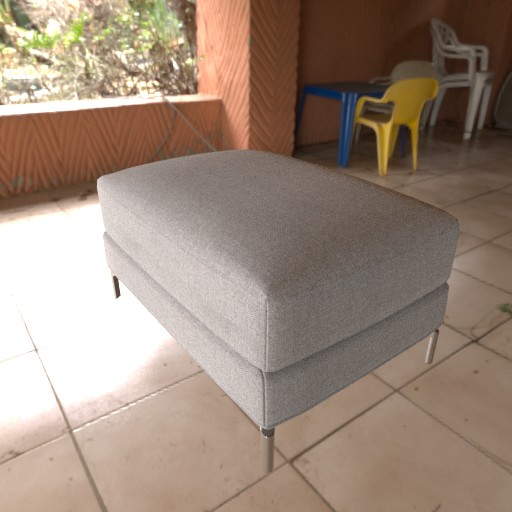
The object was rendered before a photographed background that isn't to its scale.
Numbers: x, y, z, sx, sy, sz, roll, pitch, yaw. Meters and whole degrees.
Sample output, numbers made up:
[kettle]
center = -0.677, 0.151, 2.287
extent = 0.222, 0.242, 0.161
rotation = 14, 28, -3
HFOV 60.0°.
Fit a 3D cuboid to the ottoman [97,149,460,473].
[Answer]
[ottoman]
center = 0.000, 0.000, 1.195
extent = 0.584, 0.457, 0.838
rotation = -19, 32, -32
